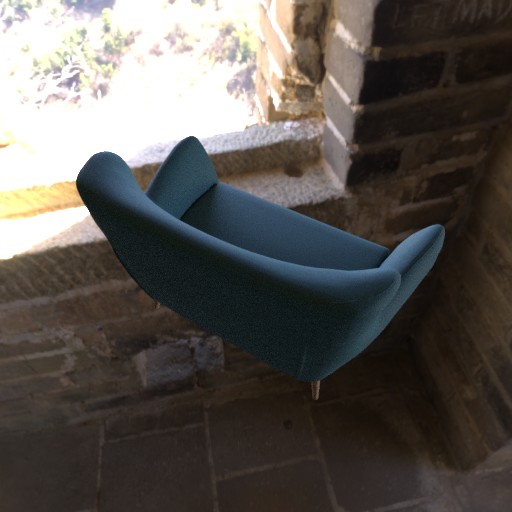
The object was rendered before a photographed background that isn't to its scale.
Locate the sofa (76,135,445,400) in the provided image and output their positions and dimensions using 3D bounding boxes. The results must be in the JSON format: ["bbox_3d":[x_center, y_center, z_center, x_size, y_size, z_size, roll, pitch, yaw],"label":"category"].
[{"bbox_3d":[0.000,0.000,2.004,1.397,0.889,0.889,25,51,22],"label":"sofa"}]
